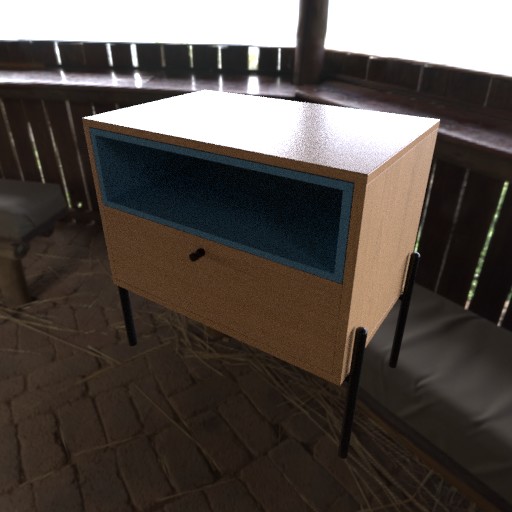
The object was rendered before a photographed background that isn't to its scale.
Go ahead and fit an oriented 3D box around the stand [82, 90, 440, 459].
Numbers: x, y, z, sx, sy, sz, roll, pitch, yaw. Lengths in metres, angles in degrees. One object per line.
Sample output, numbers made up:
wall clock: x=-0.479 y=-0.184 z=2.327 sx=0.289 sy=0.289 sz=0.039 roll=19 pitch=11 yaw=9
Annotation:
stand: x=0.000 y=0.000 z=0.997 sx=0.630 sy=0.600 sz=0.400 roll=18 pitch=35 yaw=29
